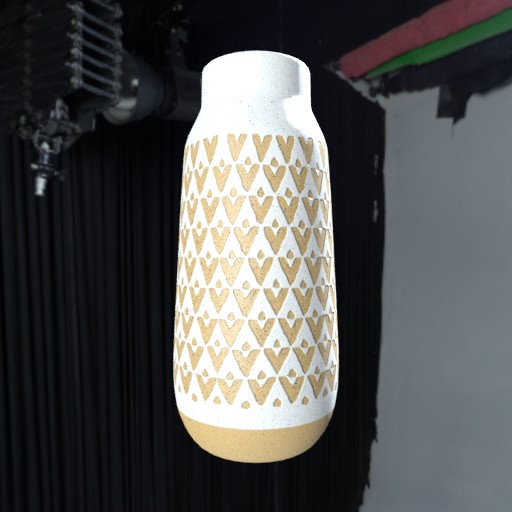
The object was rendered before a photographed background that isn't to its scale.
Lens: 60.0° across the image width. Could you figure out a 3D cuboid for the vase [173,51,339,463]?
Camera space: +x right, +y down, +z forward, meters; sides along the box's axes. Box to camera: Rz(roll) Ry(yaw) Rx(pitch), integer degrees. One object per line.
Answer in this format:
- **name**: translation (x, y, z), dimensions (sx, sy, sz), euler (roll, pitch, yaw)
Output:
- **vase**: translation (0.000, 0.000, 0.375), dimensions (0.137, 0.307, 0.137), euler (0, 0, 0)
